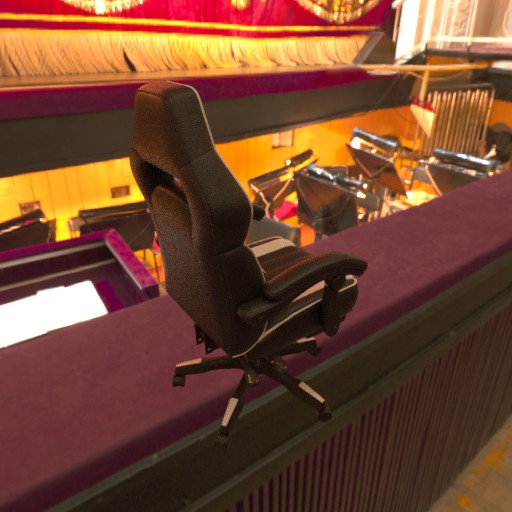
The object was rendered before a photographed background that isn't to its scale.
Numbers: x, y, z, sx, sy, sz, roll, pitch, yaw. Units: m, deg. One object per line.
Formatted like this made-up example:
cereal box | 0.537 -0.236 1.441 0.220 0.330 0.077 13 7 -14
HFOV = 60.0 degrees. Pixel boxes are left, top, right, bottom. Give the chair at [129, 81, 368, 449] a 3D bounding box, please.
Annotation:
chair | 0.000 0.000 1.596 0.700 1.200 0.676 -18 32 -31
